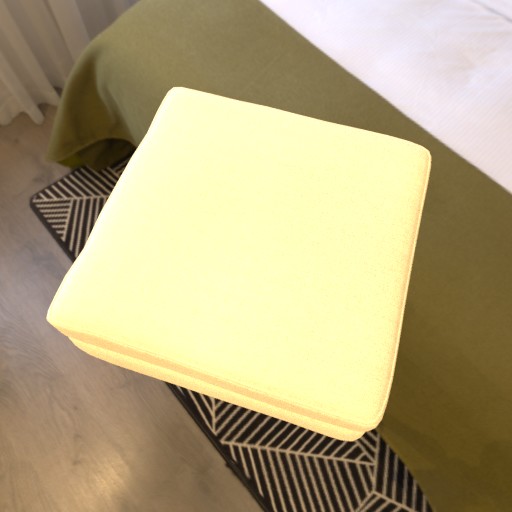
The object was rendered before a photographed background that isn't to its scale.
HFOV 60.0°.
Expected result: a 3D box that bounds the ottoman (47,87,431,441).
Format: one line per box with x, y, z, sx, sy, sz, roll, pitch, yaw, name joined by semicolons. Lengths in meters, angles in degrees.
0.000;0.000;1.337;0.838;0.478;0.838;16;65;8;ottoman
